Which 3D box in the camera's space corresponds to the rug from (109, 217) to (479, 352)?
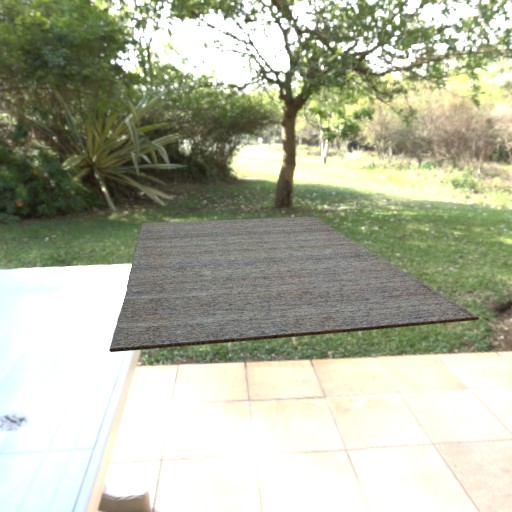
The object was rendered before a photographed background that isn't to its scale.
[{"bbox_3d":[0.000,0.000,2.289,1.243,0.014,1.846,-3,16,-10],"label":"rug"}]
